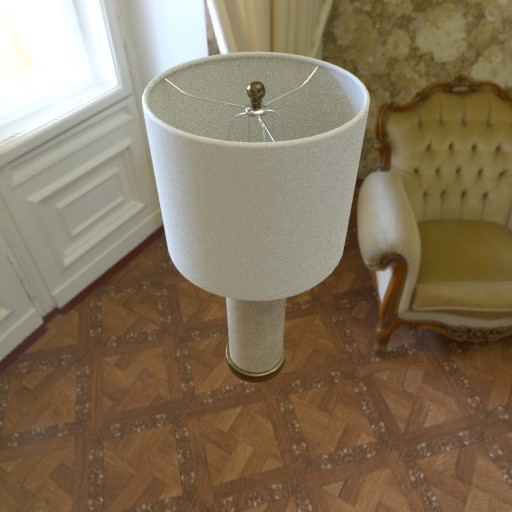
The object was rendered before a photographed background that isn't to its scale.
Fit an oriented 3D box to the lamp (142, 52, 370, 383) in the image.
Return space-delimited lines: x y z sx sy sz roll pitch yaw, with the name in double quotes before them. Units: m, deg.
"lamp" 0.000 0.000 0.809 0.305 0.634 0.305 -11 44 -12
